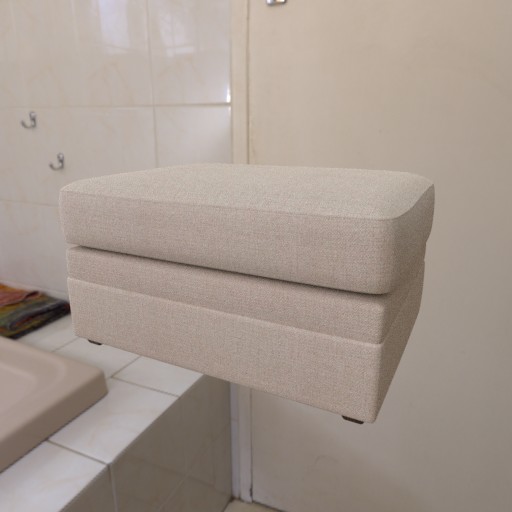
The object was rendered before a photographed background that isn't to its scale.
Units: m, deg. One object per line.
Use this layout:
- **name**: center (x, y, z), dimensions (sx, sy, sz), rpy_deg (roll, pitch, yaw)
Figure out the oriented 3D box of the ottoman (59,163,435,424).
- **ottoman**: center (0.000, 0.000, 1.254), dimensions (0.885, 0.478, 0.637), rpy_deg (9, 19, 26)
